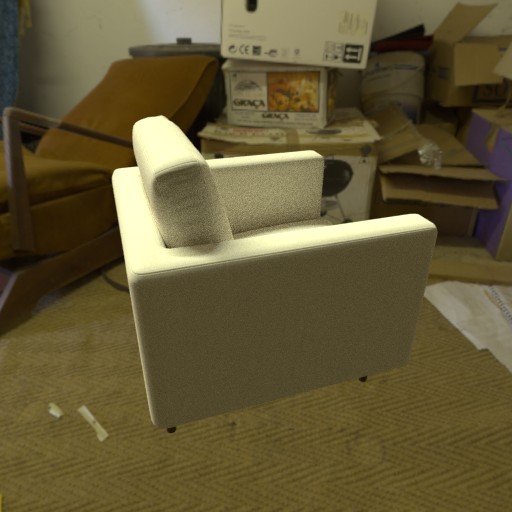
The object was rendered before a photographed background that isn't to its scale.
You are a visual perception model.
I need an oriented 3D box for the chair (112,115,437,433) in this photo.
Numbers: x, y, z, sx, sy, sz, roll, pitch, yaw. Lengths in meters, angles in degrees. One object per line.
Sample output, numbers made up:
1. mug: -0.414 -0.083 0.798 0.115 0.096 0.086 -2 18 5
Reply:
1. chair: 0.000 0.000 1.561 0.879 0.899 0.831 -9 30 -16
